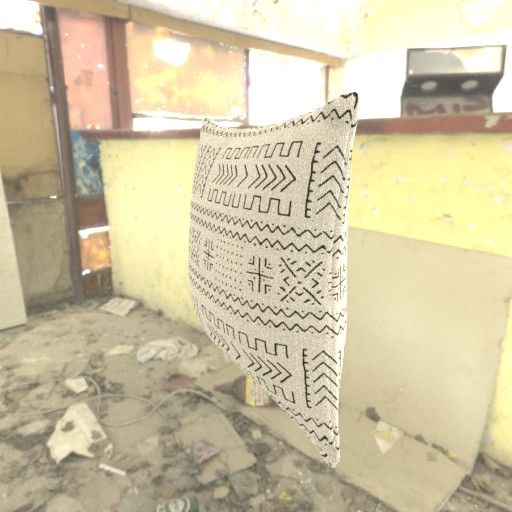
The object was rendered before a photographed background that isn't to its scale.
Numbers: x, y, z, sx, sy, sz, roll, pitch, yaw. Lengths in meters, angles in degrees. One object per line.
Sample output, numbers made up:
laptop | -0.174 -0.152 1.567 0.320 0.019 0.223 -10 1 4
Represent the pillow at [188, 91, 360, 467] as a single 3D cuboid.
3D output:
pillow | 0.000 0.000 0.670 0.164 0.430 0.438 -7 16 -26
